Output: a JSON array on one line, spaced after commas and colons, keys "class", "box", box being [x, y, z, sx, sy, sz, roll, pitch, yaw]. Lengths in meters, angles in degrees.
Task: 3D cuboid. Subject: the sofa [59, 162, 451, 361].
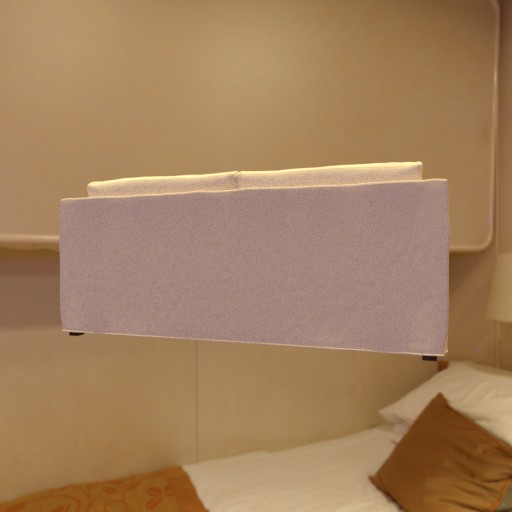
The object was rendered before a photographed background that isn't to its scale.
[{"class": "sofa", "box": [0.000, 0.000, 2.524, 1.987, 0.870, 0.940, 0, 0, 19]}]
